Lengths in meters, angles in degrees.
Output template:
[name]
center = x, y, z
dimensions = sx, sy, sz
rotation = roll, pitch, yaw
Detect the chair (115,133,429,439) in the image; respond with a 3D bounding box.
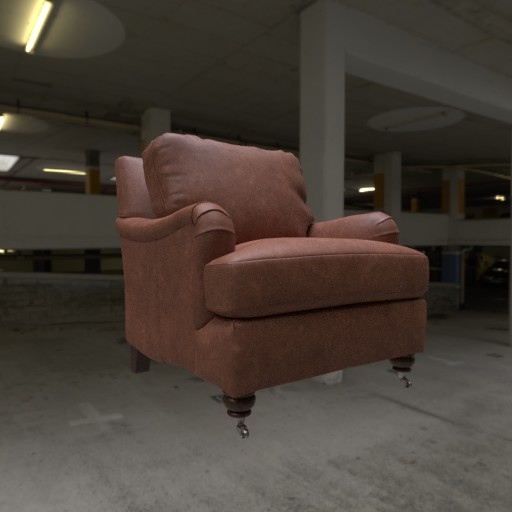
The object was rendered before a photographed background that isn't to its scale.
[chair]
center = 0.000, 0.000, 1.960
dimensions = 0.986, 1.055, 1.158
rotation = -1, 2, -35
